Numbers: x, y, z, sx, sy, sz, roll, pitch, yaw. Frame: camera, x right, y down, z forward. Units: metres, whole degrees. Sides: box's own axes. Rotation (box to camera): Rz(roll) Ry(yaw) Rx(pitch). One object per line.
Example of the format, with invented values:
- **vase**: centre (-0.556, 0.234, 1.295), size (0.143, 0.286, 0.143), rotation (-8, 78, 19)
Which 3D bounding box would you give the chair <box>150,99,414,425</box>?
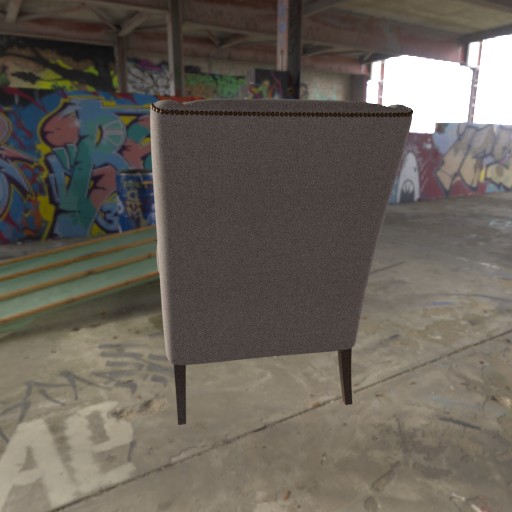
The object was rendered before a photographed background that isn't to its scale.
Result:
- **chair**: centre (0.000, 0.000, 1.636), size (0.737, 1.029, 0.940), rotation (-3, 15, -11)
